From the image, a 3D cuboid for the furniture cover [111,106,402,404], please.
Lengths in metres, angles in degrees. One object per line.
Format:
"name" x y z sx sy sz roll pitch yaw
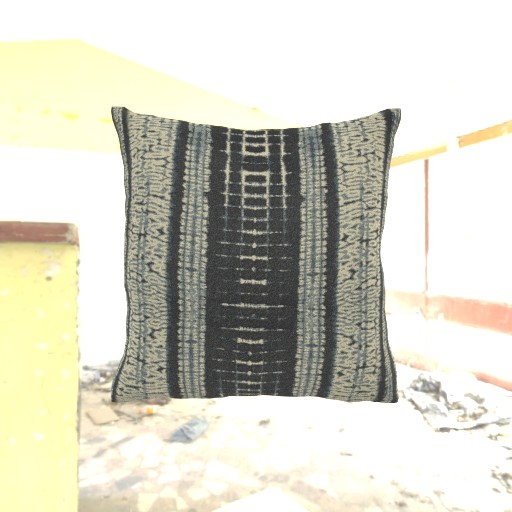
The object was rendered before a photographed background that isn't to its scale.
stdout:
"furniture cover" 0.000 0.000 0.648 0.425 0.435 0.133 0 1 0
